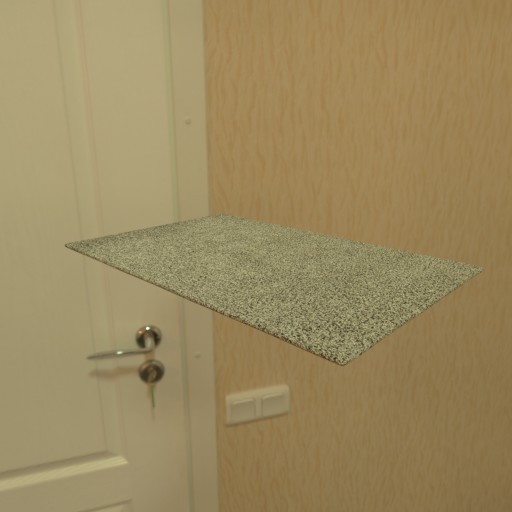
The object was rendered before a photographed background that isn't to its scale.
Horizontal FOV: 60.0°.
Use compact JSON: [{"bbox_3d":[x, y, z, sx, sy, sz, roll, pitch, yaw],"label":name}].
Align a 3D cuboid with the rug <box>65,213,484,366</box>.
[{"bbox_3d":[0.000,0.000,3.402,2.743,0.030,1.778,16,23,42],"label":"rug"}]
